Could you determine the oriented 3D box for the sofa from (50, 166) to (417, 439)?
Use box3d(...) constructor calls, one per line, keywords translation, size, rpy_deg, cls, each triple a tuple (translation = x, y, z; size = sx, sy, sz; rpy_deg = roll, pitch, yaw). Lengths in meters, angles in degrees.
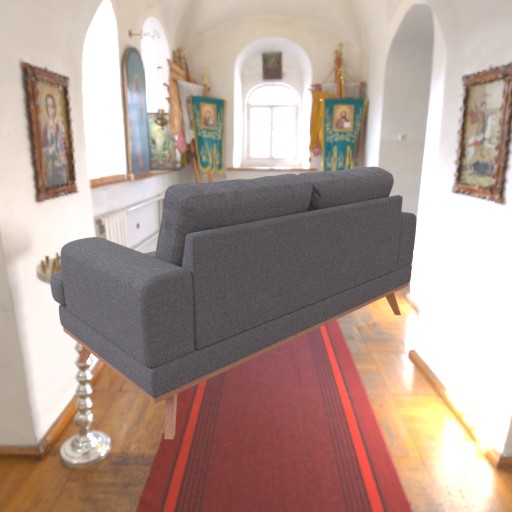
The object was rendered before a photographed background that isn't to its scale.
box3d(translation=(0.000, 0.000, 2.105), size=(1.650, 0.810, 0.785), rpy_deg=(-14, 21, -42), cls="sofa")
